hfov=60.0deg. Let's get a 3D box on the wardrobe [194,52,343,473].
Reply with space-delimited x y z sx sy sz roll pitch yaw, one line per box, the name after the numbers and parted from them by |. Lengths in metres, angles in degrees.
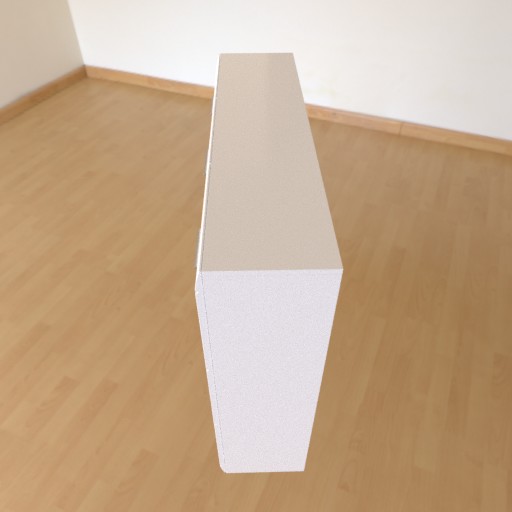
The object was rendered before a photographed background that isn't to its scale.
0.000 0.000 1.893 0.360 1.200 1.340 -1 44 -1 | wardrobe
